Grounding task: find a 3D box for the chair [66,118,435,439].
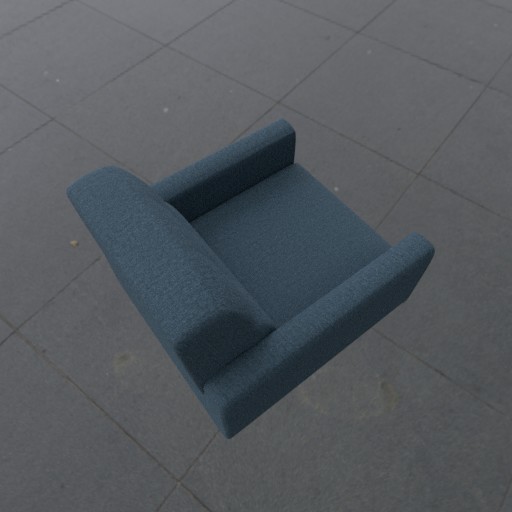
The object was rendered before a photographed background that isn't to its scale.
[{"bbox_3d":[0.000,0.000,1.700,0.964,0.940,0.880,-33,63,-19],"label":"chair"}]
